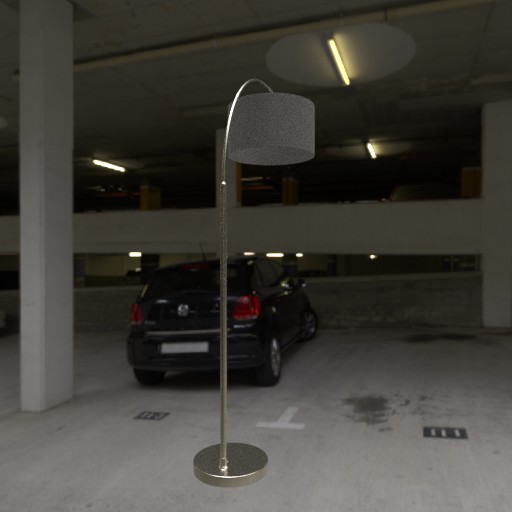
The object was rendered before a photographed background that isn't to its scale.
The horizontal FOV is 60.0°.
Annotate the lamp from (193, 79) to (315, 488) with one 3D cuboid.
[{"bbox_3d":[0.000,0.000,2.106,0.452,1.735,0.934,0,1,19],"label":"lamp"}]
